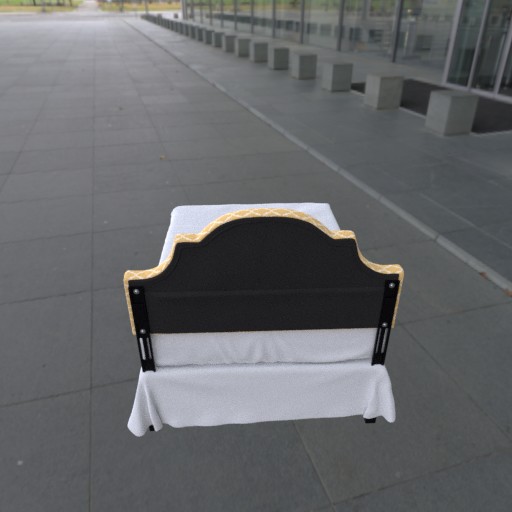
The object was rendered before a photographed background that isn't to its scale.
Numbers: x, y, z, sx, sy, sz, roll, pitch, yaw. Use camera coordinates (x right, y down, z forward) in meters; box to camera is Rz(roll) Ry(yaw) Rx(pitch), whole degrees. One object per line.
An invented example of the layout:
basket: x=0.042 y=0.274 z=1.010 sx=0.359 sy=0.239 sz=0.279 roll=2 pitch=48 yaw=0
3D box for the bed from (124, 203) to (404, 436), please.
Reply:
bed: x=0.000 y=0.000 z=3.523 sx=1.780 sy=1.633 sz=2.222 roll=-1 pitch=30 yaw=-2
